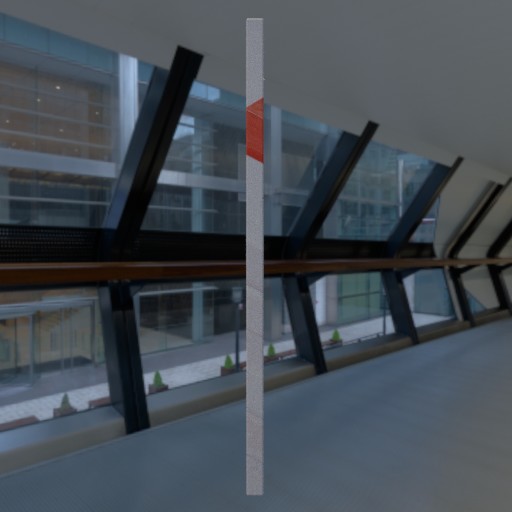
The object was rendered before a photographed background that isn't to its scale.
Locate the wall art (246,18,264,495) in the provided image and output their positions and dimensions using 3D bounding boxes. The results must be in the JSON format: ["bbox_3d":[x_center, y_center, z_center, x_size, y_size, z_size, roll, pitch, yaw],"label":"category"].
[{"bbox_3d":[0.000,0.000,1.092,0.036,0.848,0.613,0,1,0],"label":"wall art"}]
